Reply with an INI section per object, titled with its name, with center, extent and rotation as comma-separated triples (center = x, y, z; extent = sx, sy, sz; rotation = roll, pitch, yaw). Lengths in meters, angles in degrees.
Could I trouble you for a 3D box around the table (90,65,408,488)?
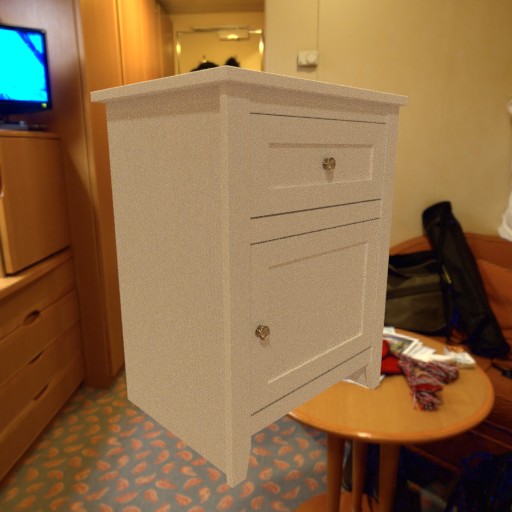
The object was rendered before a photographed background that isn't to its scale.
[table]
center = 0.000, 0.000, 0.921
extent = 0.480, 0.635, 0.381
rotation = -13, 19, -43
